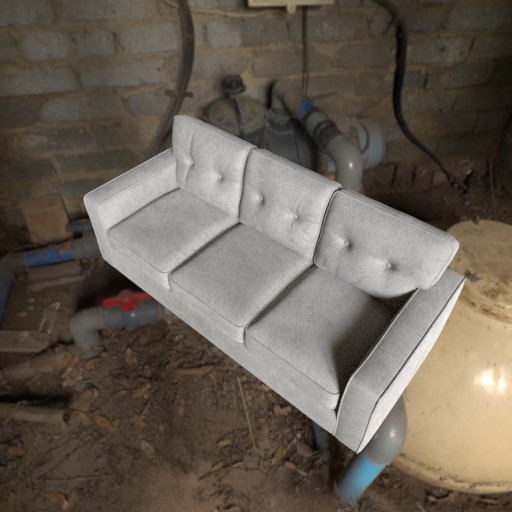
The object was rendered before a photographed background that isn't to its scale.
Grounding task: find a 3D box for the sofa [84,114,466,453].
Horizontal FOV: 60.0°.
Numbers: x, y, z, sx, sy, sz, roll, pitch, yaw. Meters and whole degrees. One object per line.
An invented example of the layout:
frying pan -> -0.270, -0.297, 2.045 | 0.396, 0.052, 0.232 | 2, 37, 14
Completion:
sofa -> 0.000, 0.000, 2.662 | 2.133, 0.965, 0.939 | 31, 53, 27
